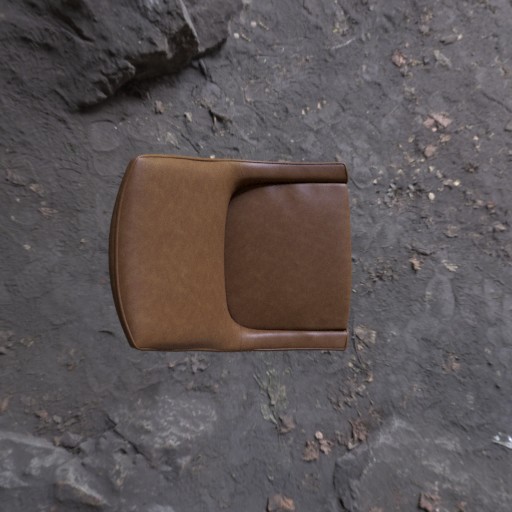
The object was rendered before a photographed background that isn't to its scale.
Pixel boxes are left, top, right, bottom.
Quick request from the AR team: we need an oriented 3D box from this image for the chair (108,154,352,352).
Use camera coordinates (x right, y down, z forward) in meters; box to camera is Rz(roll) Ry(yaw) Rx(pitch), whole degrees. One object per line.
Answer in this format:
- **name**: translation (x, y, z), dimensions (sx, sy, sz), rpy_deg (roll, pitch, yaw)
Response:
- **chair**: translation (0.000, 0.000, 1.225), dimensions (0.544, 0.861, 0.529), rpy_deg (0, 89, 0)
